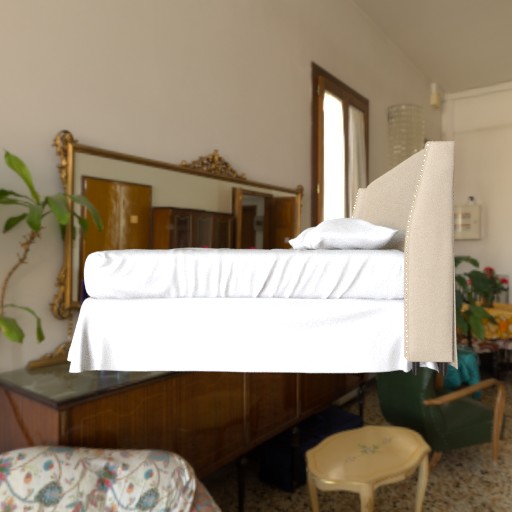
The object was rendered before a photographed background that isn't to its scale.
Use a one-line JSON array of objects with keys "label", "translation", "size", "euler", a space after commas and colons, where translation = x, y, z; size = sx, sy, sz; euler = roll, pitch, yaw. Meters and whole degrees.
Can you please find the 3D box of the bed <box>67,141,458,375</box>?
[{"label": "bed", "translation": [0.000, 0.000, 3.417], "size": [2.276, 1.332, 1.925], "euler": [0, 0, 1]}]
